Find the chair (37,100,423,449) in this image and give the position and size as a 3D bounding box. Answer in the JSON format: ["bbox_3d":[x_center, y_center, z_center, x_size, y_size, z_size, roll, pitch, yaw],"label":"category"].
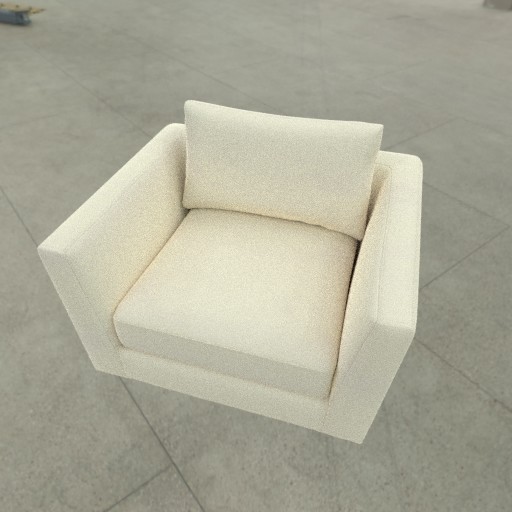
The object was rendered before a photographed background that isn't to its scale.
[{"bbox_3d":[0.000,0.000,1.603,1.041,0.865,0.889,11,42,13],"label":"chair"}]
